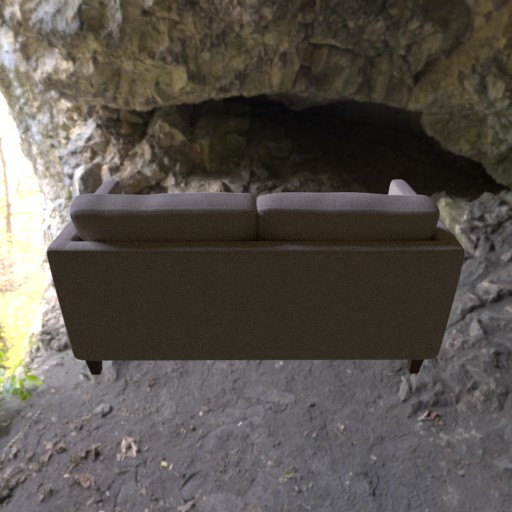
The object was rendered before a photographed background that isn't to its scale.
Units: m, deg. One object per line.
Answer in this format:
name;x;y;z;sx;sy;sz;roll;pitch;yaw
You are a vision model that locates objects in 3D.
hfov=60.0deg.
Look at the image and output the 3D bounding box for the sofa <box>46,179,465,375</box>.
sofa;0.000;0.000;2.484;1.884;0.947;0.951;0;29;0
